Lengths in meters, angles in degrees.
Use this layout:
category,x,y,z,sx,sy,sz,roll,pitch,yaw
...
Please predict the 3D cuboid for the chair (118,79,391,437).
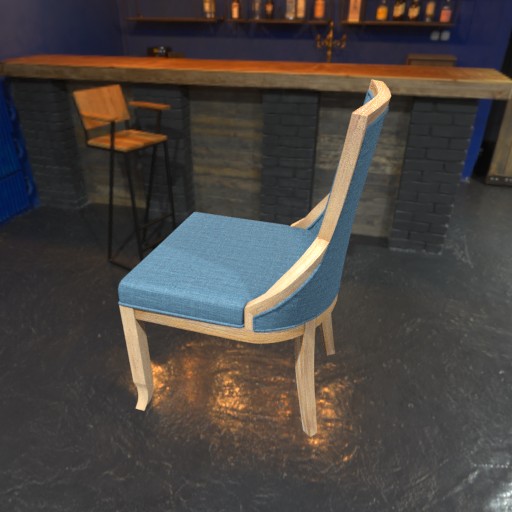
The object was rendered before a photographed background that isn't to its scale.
category,x,y,z,sx,sy,sz,roll,pitch,yaw
chair,0.000,0.000,1.318,0.641,0.947,0.524,9,30,15
